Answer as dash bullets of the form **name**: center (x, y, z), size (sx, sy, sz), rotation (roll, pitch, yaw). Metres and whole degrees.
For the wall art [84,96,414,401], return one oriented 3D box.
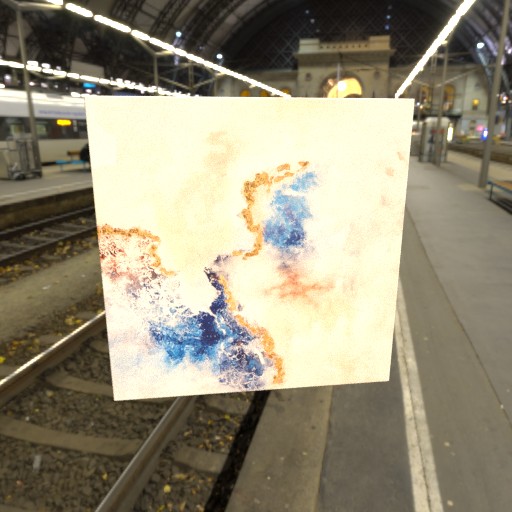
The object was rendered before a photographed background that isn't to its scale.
- **wall art**: center (0.000, 0.000, 1.320), size (0.889, 0.889, 0.038), rotation (-2, 16, -7)
